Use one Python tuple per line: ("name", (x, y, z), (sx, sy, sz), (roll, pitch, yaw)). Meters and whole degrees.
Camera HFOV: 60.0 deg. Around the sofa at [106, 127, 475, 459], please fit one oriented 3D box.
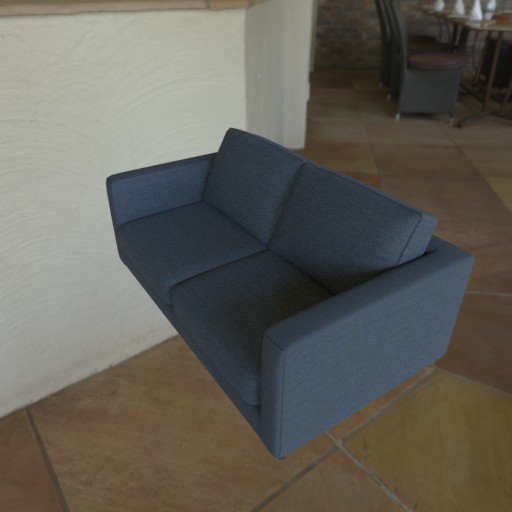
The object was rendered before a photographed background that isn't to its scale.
("sofa", (0.000, 0.000, 2.245), (0.999, 0.907, 1.659), (-20, 37, -28))
